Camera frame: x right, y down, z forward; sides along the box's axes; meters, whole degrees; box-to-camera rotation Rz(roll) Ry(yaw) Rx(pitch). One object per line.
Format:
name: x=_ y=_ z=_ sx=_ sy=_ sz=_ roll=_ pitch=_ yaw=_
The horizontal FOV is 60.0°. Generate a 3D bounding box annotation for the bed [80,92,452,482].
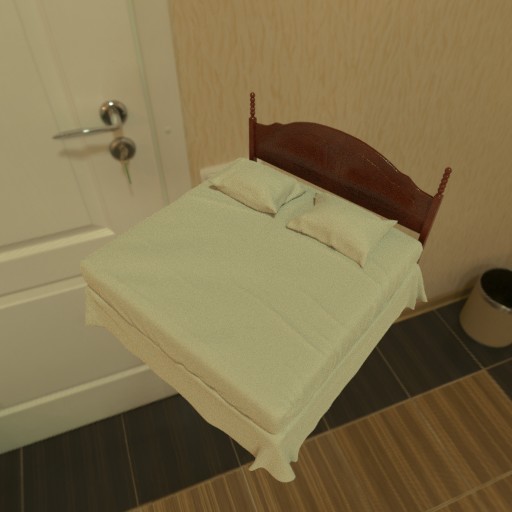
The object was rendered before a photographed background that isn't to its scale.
bed: x=0.000 y=0.000 z=3.525 sx=2.322 sy=1.355 sz=2.219 roll=31 pitch=53 yaw=27
